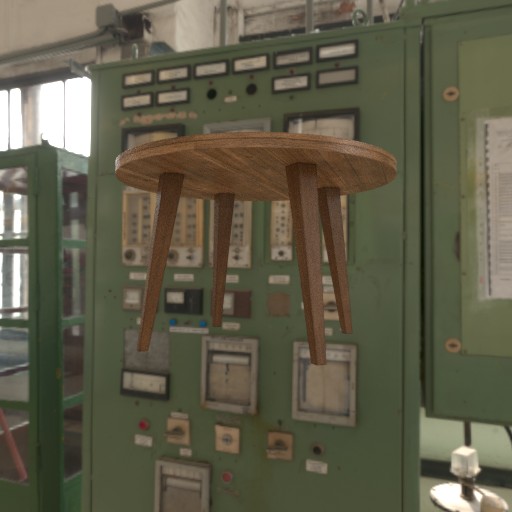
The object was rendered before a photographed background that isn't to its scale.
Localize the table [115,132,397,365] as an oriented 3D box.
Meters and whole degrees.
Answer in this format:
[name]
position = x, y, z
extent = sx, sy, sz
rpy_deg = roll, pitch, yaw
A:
[table]
position = 0.000, 0.000, 1.999
extent = 1.213, 0.764, 1.213
rpy_deg = 0, -1, 0
